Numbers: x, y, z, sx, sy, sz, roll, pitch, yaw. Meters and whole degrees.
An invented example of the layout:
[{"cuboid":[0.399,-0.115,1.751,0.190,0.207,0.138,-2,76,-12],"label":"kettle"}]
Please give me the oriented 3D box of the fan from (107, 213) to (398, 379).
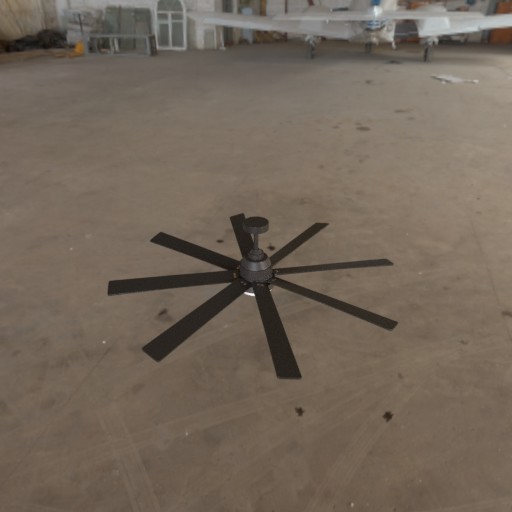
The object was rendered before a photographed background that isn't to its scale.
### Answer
[{"cuboid":[0.000,0.000,2.768,1.830,0.472,1.830,19,35,30],"label":"fan"}]
